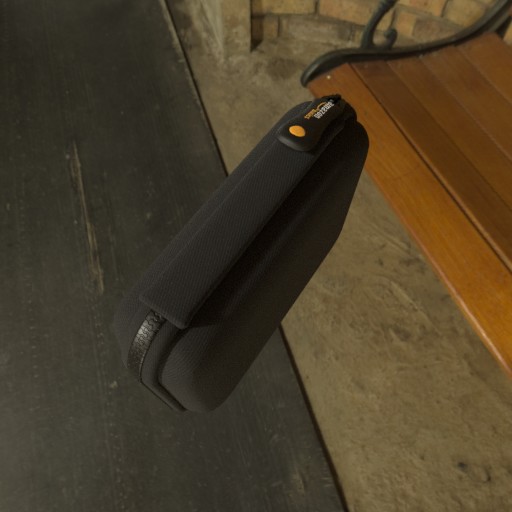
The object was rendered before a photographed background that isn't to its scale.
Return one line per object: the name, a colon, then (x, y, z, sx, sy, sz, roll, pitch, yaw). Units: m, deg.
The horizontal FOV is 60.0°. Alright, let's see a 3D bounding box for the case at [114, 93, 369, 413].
case: (0.000, 0.000, 0.182, 0.038, 0.105, 0.132, 32, 67, 15)
